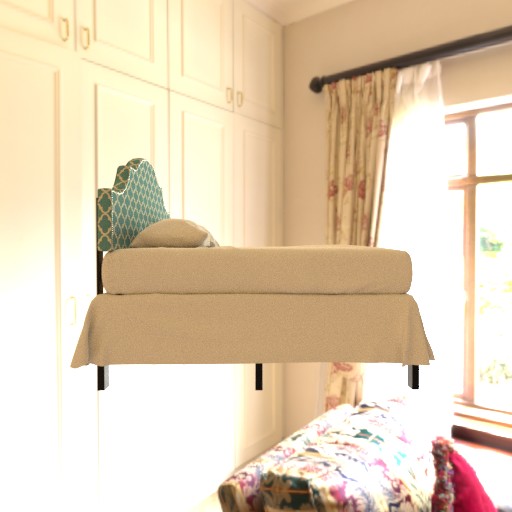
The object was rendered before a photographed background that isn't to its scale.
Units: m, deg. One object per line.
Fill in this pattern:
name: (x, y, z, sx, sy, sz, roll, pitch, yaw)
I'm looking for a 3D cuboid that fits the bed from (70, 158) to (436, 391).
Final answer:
bed: (0.000, 0.000, 3.729, 2.222, 1.601, 2.314, 0, 1, 0)
